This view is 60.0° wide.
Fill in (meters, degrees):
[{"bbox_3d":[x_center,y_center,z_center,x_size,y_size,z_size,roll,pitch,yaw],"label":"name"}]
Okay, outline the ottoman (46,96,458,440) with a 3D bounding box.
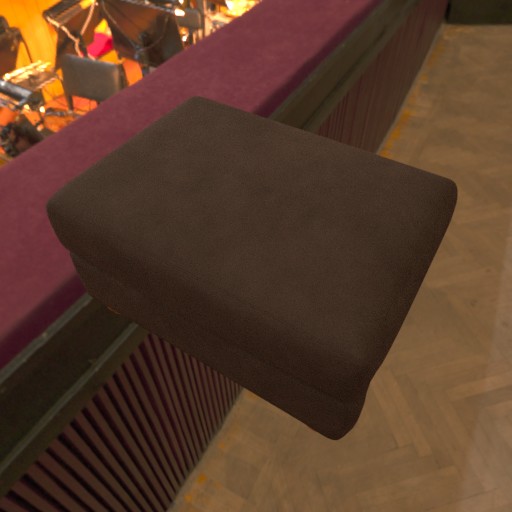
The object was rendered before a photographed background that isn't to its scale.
[{"bbox_3d":[0.000,0.000,1.120,0.773,0.497,0.574,25,53,21],"label":"ottoman"}]
